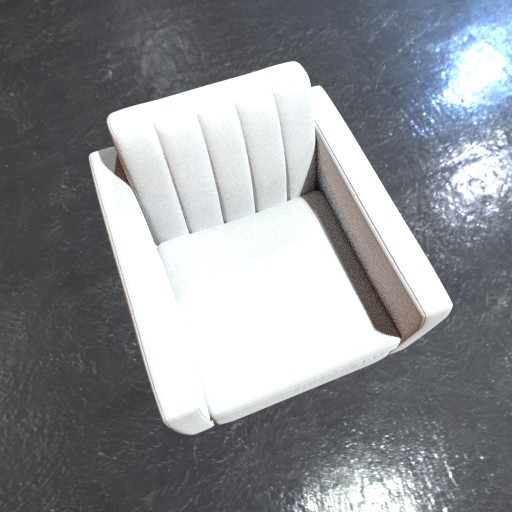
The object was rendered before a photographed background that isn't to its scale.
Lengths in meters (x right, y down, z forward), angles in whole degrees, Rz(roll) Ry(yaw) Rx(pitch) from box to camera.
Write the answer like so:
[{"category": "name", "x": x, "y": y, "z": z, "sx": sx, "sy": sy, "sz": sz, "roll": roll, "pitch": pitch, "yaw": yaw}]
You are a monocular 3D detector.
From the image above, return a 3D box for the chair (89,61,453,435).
[{"category": "chair", "x": 0.000, "y": 0.000, "z": 1.653, "sx": 0.953, "sy": 0.819, "sz": 0.998, "roll": -19, "pitch": 67, "yaw": -9}]
